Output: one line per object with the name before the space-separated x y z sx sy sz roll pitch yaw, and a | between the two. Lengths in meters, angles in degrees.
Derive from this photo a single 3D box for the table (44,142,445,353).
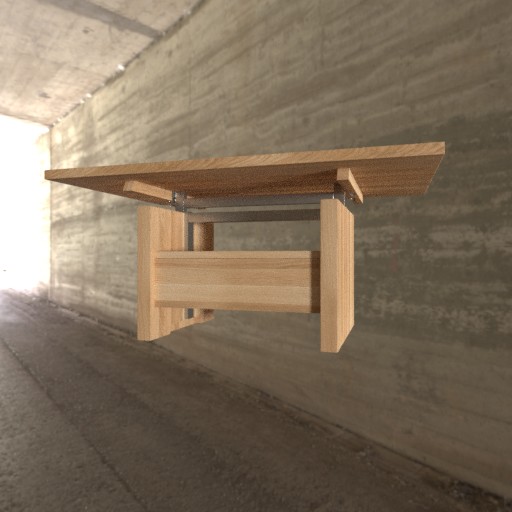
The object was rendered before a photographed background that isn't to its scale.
table | 0.000 0.000 1.486 1.100 0.510 0.700 0 0 17
